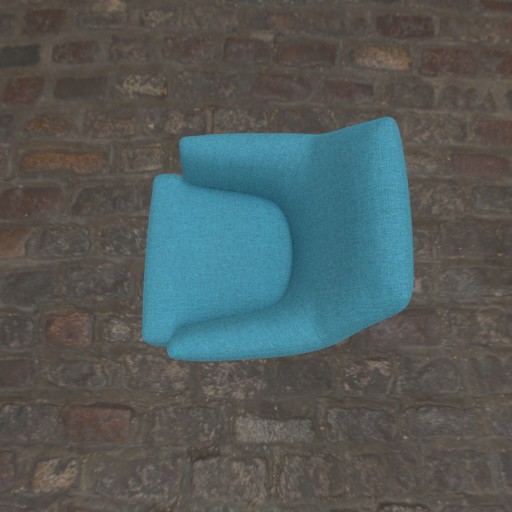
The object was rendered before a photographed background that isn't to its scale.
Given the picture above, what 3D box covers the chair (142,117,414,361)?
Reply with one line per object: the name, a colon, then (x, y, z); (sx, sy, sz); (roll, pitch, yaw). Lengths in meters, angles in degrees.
chair: (0.000, 0.000, 1.361); (0.677, 0.874, 0.642); (0, 74, 0)
